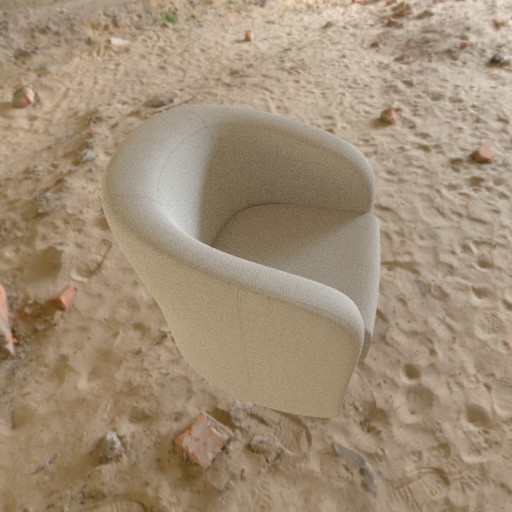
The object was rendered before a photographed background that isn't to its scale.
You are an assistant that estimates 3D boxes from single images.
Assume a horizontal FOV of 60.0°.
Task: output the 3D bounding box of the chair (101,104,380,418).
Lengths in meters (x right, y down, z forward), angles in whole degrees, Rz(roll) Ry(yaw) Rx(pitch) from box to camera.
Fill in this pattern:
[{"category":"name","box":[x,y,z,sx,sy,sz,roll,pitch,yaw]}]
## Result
[{"category":"chair","box":[0.000,0.000,1.478,0.815,0.771,0.791,10,46,9]}]
